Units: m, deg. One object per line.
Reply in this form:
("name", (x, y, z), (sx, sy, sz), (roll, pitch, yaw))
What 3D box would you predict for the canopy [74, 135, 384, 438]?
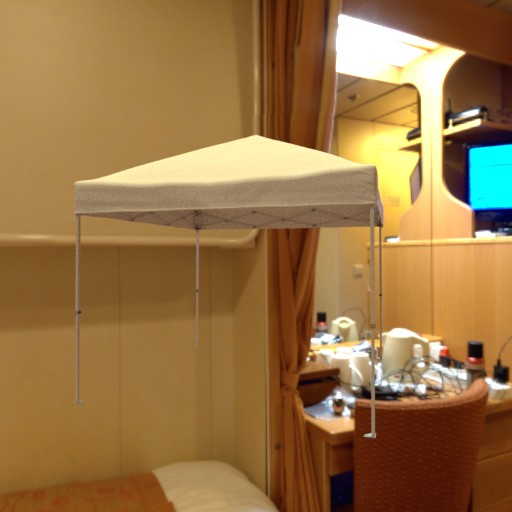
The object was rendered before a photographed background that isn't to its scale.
("canopy", (0.000, 0.000, 5.495), (2.996, 2.997, 2.998), (0, 0, 17))
